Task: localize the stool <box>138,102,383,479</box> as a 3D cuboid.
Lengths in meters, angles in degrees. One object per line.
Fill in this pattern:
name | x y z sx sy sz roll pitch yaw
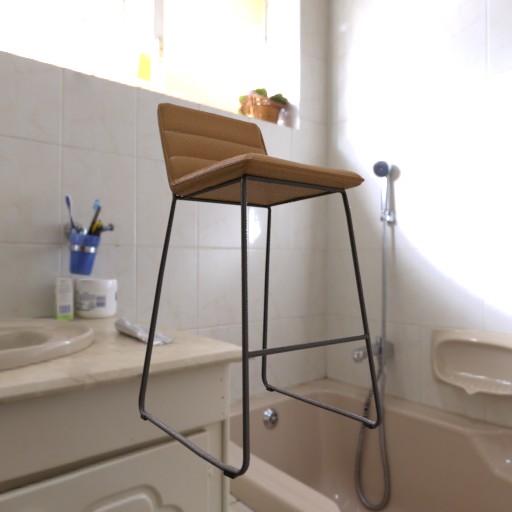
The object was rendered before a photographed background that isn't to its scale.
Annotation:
stool | 0.000 0.000 1.251 0.489 0.936 0.524 1 -1 -37
